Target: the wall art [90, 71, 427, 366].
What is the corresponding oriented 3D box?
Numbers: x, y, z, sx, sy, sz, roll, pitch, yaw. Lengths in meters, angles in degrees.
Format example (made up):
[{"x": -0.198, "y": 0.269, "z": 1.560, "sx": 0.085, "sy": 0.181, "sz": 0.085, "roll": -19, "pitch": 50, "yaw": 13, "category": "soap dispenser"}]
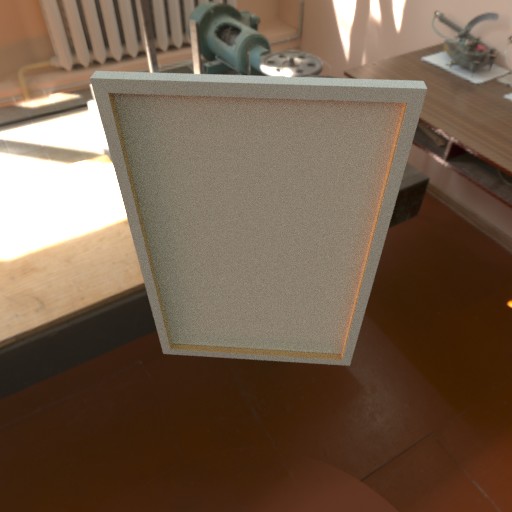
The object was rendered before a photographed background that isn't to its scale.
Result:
[{"x": 0.000, "y": 0.000, "z": 1.131, "sx": 0.607, "sy": 0.912, "sz": 0.038, "roll": 3, "pitch": 45, "yaw": 3, "category": "wall art"}]
